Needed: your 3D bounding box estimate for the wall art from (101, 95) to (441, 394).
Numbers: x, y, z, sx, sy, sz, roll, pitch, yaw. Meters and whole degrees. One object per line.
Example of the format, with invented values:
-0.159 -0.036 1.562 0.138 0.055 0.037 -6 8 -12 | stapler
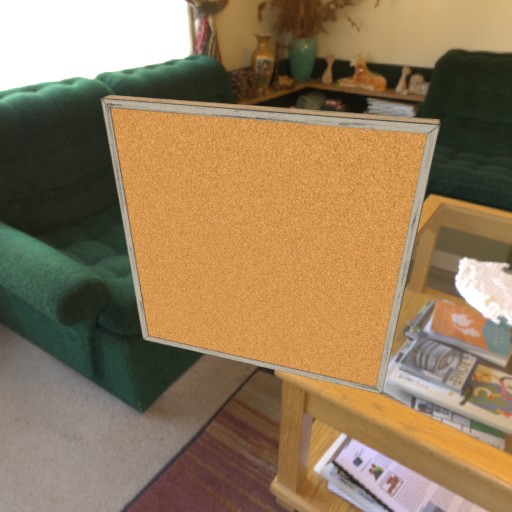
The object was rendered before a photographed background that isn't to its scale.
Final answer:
0.000 0.000 1.169 0.761 0.761 0.037 9 33 15 | wall art
